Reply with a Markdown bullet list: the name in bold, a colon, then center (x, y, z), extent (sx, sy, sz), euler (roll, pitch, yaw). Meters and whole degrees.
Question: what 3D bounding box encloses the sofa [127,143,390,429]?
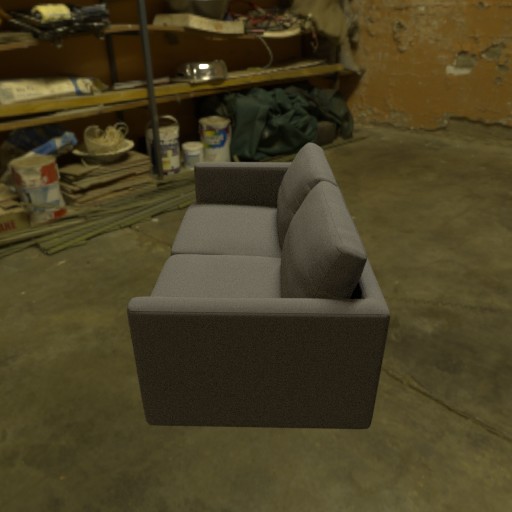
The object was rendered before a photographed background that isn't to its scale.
- **sofa**: center (0.000, 0.000, 2.328), extent (0.940, 0.866, 1.713), euler (1, 28, 1)
